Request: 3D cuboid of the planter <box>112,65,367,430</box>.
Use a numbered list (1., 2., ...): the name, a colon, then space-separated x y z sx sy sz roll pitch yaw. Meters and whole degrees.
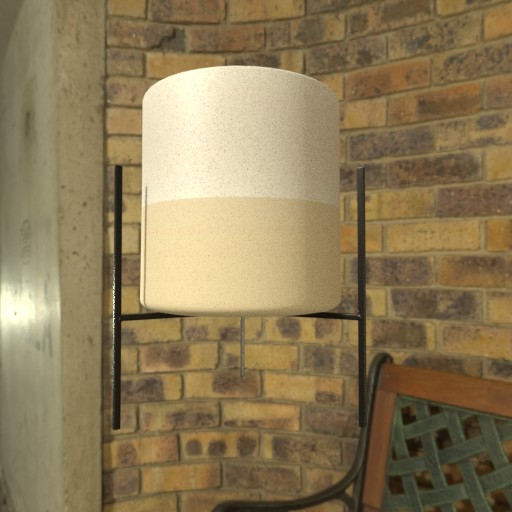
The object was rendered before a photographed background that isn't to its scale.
1. planter: 0.000 0.000 0.547 0.267 0.362 0.263 0 -2 17
